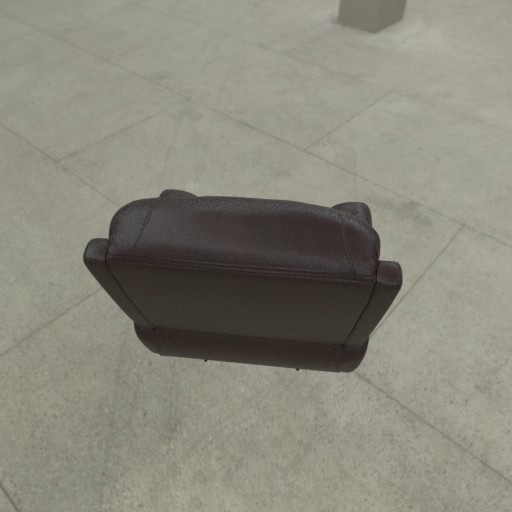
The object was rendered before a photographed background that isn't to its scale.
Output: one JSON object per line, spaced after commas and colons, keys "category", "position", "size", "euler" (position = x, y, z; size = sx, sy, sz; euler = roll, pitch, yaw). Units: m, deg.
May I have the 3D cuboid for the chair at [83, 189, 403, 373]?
{"category": "chair", "position": [0.000, 0.000, 1.761], "size": [0.930, 1.011, 0.899], "euler": [5, 46, 4]}
